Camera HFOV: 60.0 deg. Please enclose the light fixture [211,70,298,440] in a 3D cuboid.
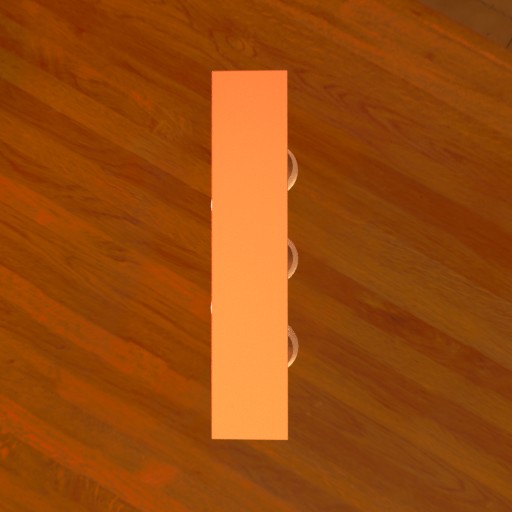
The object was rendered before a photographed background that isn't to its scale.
[{"bbox_3d":[0.000,0.000,1.348,0.299,0.869,0.863,0,89,2],"label":"light fixture"}]
